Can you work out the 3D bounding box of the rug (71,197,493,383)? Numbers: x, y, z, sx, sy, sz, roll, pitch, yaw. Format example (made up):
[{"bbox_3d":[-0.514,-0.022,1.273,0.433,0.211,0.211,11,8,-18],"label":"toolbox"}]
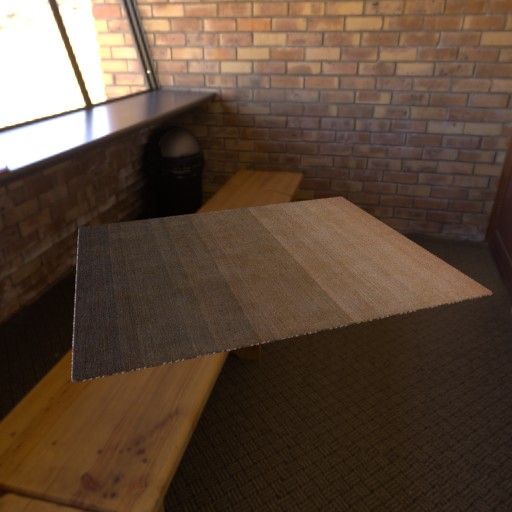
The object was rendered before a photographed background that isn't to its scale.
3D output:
[{"bbox_3d":[0.000,0.000,3.797,2.902,0.017,2.305,-9,28,-17],"label":"rug"}]
